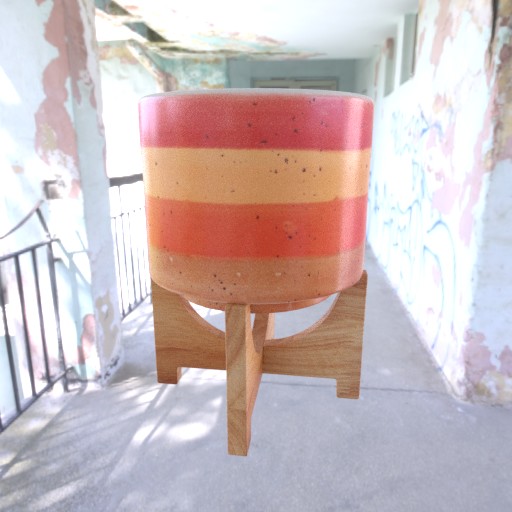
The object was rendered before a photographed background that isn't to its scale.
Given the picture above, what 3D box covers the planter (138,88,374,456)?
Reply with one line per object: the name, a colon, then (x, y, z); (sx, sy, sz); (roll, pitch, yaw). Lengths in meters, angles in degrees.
planter: (0.000, 0.000, 0.403); (0.199, 0.268, 0.199); (0, 15, 0)
